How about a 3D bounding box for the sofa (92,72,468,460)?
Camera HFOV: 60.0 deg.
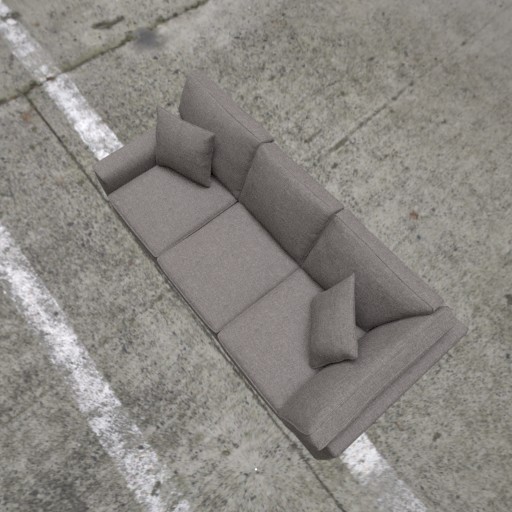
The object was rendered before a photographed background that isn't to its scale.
[{"bbox_3d":[0.000,0.000,2.829,1.061,0.962,2.317,-37,70,-16],"label":"sofa"}]
